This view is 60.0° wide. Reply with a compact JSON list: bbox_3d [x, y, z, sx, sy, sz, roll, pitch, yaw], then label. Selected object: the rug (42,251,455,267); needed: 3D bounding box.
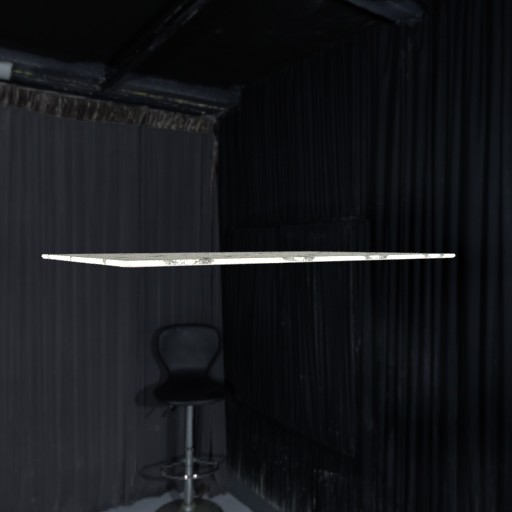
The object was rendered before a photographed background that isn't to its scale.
[{"bbox_3d":[0.000,0.000,2.970,2.348,0.024,1.501,-1,2,-37],"label":"rug"}]
